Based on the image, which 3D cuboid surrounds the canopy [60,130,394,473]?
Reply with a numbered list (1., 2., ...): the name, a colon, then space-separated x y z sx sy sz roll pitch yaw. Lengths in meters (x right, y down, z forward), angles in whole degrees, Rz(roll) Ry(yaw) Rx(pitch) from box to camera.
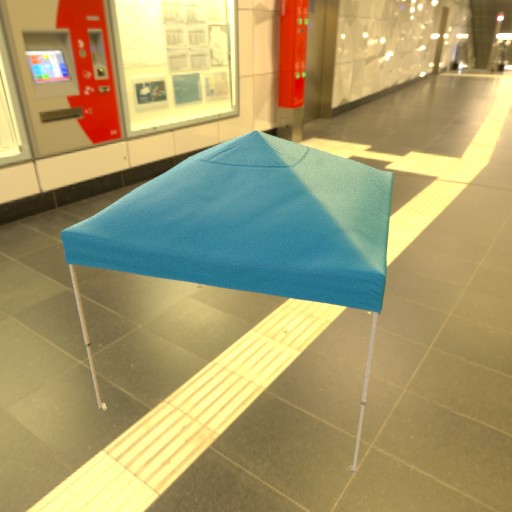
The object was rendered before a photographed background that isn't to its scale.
1. canopy: 0.000 0.000 5.394 2.996 2.997 2.998 8 28 15
